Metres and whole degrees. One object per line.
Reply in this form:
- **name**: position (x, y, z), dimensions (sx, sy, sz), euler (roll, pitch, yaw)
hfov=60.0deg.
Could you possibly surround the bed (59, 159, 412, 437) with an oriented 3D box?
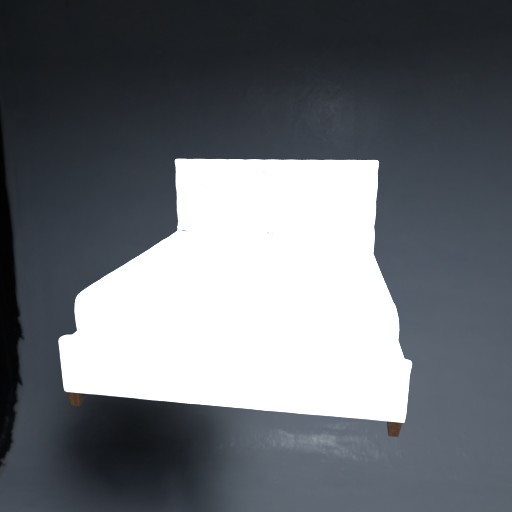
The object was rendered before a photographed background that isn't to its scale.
- **bed**: position (0.000, 0.000, 3.571), dimensions (2.078, 1.427, 2.387), euler (2, 15, 9)
